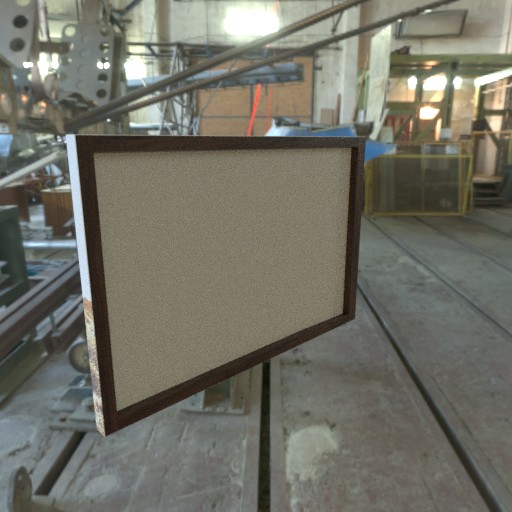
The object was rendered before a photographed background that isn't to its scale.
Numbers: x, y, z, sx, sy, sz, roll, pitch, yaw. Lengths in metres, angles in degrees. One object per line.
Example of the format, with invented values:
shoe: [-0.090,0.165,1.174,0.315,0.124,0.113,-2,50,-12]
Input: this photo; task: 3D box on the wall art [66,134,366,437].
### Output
wall art: [0.000,0.000,1.456,1.138,0.761,0.051,-14,20,-42]
